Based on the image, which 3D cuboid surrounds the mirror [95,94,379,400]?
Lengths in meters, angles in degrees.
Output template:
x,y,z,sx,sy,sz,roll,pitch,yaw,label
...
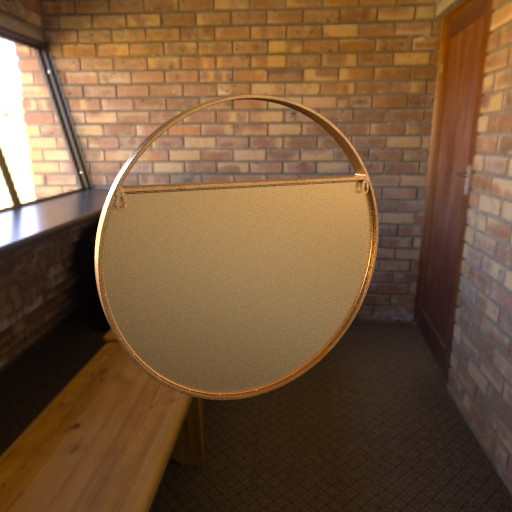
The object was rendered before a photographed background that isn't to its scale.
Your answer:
x,y,z,sx,sy,sz,roll,pitch,yaw,label
0.000,0.000,0.825,0.565,0.565,0.032,-7,16,-26,mirror
